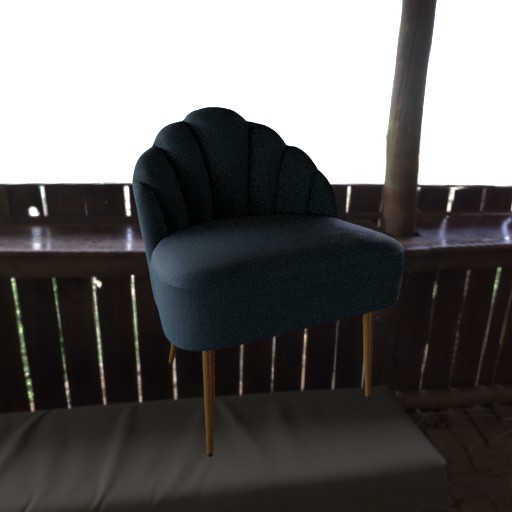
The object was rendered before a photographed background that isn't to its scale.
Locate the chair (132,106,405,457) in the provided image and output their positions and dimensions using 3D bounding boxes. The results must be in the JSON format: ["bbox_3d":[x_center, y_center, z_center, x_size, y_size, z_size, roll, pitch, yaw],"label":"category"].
[{"bbox_3d":[0.000,0.000,1.268,0.657,0.819,0.599,-9,20,-26],"label":"chair"}]
